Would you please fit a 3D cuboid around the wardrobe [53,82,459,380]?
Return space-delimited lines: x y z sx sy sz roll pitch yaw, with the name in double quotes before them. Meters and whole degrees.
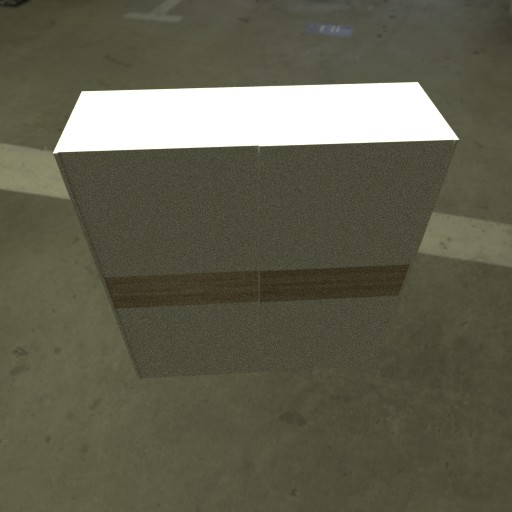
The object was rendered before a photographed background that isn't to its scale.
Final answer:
"wardrobe" 0.000 0.000 2.924 1.830 2.020 0.600 -3 46 -2
